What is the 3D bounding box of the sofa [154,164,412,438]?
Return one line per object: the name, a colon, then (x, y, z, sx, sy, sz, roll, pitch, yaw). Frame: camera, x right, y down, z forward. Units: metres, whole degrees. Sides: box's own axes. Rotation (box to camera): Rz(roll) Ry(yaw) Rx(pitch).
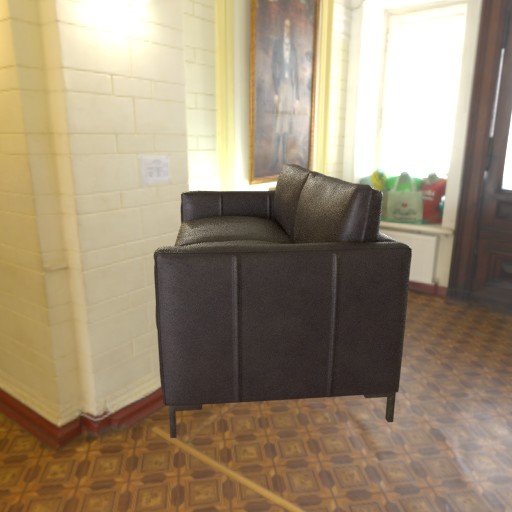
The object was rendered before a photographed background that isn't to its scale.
sofa: (0.000, 0.000, 2.335, 0.947, 0.883, 1.805, -2, 15, -8)
